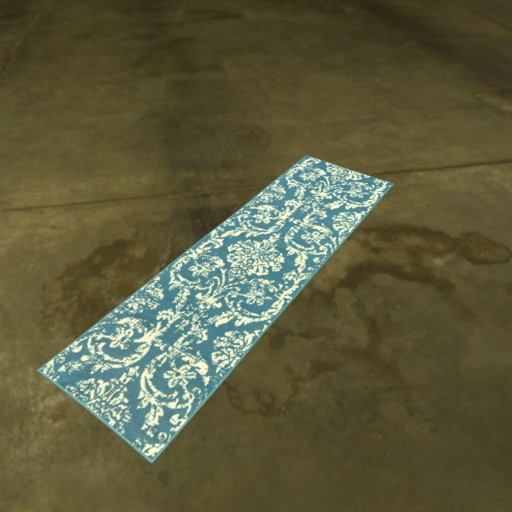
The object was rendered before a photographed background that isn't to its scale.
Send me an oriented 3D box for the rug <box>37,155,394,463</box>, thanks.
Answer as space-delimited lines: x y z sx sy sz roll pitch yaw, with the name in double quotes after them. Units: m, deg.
0.000 0.000 2.352 0.662 0.011 2.196 25 47 25 "rug"
